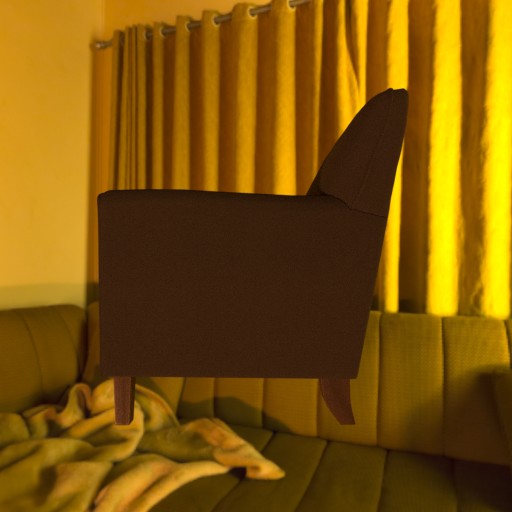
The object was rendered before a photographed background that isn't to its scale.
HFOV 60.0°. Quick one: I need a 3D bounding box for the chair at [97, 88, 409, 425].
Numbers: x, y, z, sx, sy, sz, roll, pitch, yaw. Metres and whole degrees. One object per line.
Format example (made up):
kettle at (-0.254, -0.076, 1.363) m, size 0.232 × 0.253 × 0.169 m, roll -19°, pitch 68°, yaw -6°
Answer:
chair at (0.000, 0.000, 1.564) m, size 0.831 × 0.911 × 0.836 m, roll 0°, pitch -1°, yaw 0°
